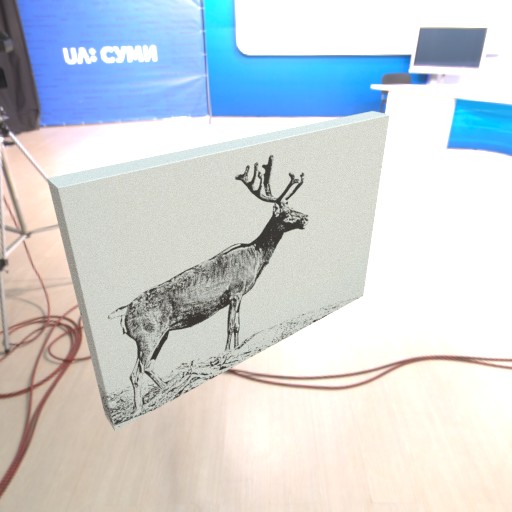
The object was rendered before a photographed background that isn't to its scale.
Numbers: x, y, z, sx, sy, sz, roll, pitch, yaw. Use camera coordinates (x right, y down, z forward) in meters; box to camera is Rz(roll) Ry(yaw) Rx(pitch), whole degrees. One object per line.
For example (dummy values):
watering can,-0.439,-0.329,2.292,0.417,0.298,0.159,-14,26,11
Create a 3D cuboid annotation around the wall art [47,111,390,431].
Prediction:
wall art,0.000,0.000,0.785,0.608,0.414,0.042,-21,36,-32
